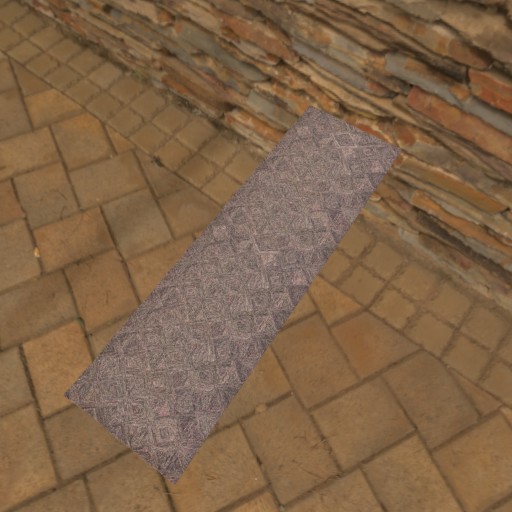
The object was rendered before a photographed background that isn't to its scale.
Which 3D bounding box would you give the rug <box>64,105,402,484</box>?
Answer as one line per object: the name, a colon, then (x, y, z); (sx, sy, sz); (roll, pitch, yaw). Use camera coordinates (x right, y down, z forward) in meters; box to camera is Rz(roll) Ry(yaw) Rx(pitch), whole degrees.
rug: (0.000, 0.000, 2.479); (0.691, 0.011, 2.296); (31, 67, 15)
